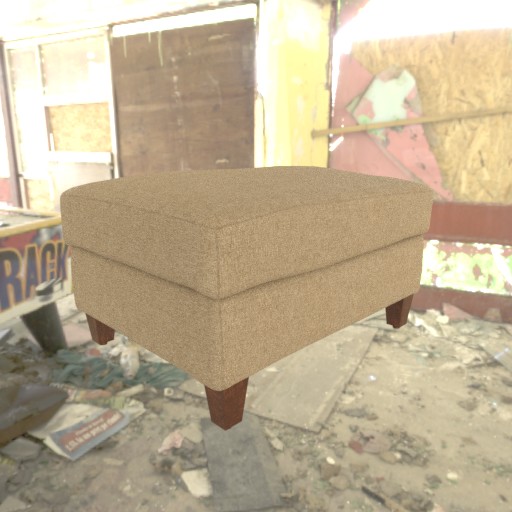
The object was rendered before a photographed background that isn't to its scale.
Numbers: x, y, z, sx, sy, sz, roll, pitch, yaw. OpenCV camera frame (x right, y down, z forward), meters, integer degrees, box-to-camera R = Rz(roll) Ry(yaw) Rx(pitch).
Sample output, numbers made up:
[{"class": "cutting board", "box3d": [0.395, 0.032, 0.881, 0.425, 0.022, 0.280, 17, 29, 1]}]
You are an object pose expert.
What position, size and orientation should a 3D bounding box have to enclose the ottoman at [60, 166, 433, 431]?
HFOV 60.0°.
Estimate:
[{"class": "ottoman", "box3d": [0.000, 0.000, 1.319, 0.692, 0.511, 0.889, 14, 20, 43]}]
